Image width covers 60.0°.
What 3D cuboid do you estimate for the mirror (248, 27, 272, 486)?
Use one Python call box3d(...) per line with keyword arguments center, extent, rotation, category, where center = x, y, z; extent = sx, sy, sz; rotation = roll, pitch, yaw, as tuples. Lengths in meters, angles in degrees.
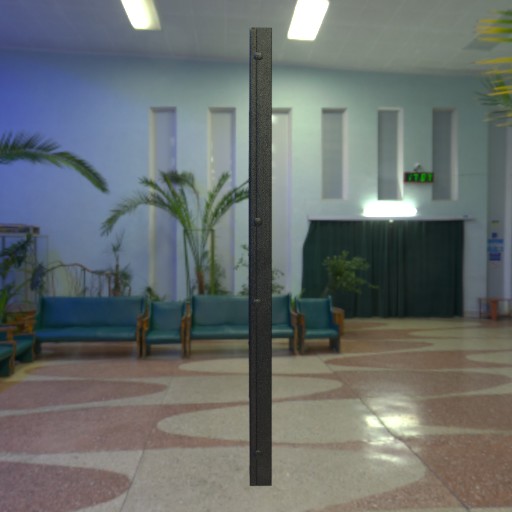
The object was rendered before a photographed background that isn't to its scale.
box3d(center=(0.000, 0.000, 0.558), extent=(0.020, 0.381, 0.382), rotation=(0, 0, -1), category="mirror")
